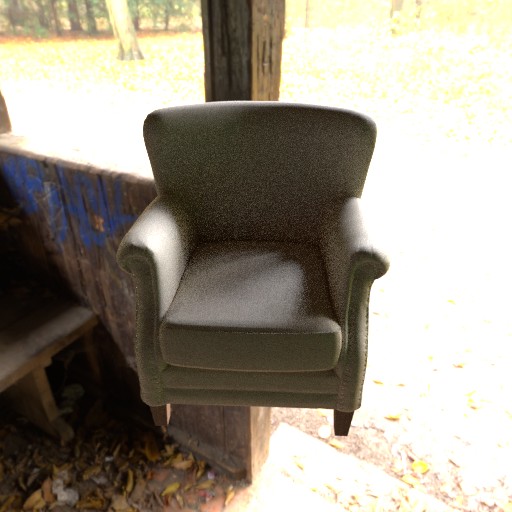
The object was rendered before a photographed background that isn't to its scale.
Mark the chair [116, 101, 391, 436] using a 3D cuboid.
[{"bbox_3d":[0.000,0.000,1.624,0.861,0.936,0.921,1,31,2],"label":"chair"}]
